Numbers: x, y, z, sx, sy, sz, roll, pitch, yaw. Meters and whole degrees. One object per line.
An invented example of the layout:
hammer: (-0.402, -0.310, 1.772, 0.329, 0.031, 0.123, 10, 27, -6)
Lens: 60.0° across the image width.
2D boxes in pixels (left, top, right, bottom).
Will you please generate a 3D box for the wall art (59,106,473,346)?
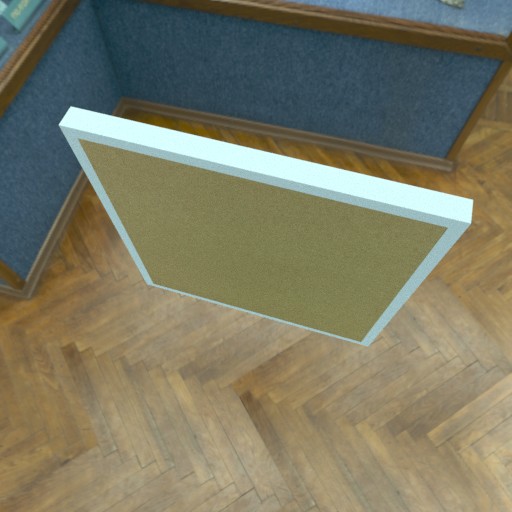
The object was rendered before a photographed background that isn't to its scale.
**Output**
wall art: (0.000, 0.000, 0.458, 0.307, 0.307, 0.020, 15, 64, 7)
